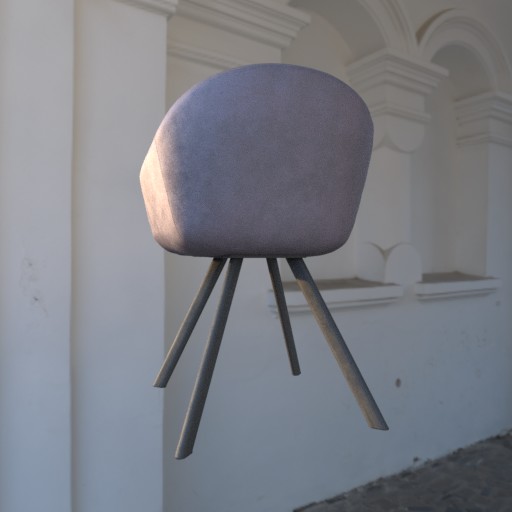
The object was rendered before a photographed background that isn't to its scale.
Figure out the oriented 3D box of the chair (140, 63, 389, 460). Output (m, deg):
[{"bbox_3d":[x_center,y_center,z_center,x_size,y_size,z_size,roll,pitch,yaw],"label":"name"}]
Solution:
[{"bbox_3d":[0.000,0.000,1.152,0.567,0.781,0.544,0,0,-18],"label":"chair"}]
